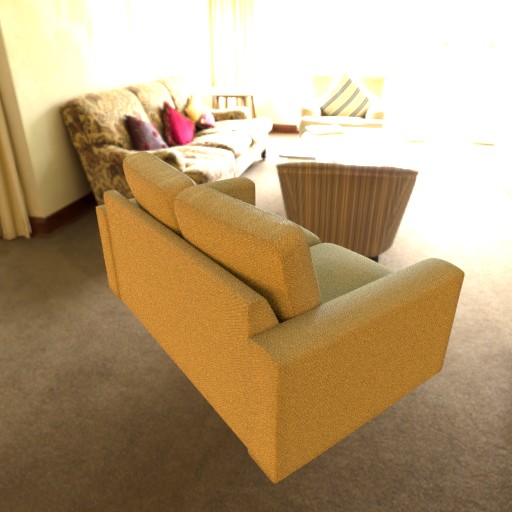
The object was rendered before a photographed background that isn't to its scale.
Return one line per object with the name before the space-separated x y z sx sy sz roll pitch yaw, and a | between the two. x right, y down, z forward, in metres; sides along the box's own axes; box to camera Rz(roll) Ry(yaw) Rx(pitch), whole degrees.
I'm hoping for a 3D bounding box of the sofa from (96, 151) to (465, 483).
sofa | 0.000 0.000 2.175 1.016 0.873 1.616 -18 32 -32
